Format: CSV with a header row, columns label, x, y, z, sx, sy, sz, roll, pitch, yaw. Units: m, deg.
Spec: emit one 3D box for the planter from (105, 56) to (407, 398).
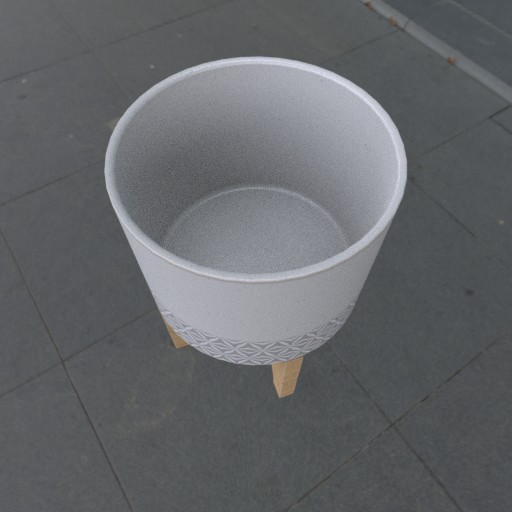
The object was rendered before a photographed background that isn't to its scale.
label,x,y,z,sx,sy,sz,roll,pitch,yaw
planter,0.000,0.000,0.515,0.249,0.343,0.249,0,59,0
